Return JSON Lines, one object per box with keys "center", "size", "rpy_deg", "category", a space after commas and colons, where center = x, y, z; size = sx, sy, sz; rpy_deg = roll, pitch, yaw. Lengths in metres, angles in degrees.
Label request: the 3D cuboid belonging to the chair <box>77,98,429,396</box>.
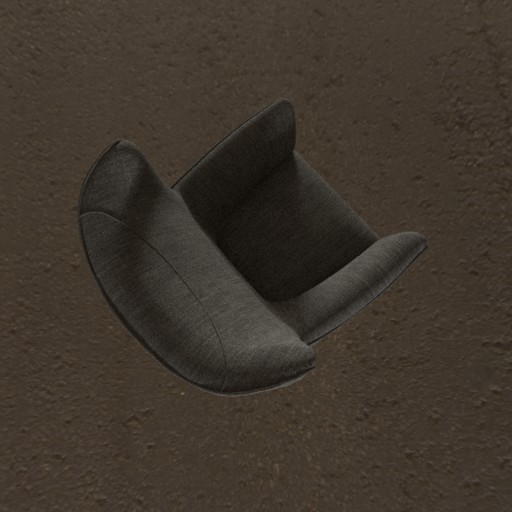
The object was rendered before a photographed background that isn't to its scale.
{"center": [0.000, 0.000, 1.569], "size": [0.888, 0.933, 0.781], "rpy_deg": [-39, 78, -10], "category": "chair"}
